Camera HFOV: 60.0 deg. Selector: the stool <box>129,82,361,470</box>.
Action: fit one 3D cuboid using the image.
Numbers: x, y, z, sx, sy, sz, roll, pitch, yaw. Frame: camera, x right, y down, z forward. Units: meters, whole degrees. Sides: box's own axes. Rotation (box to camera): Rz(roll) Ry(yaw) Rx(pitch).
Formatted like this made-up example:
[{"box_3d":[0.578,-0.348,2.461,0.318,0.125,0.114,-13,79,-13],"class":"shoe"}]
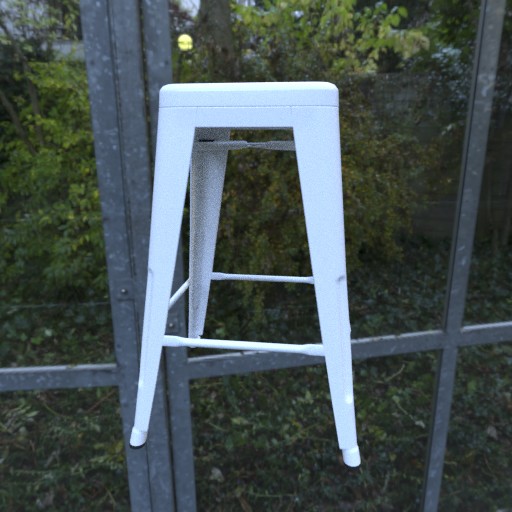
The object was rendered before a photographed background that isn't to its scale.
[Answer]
[{"box_3d":[0.000,0.000,0.869,0.406,0.610,0.406,2,16,7],"class":"stool"}]
